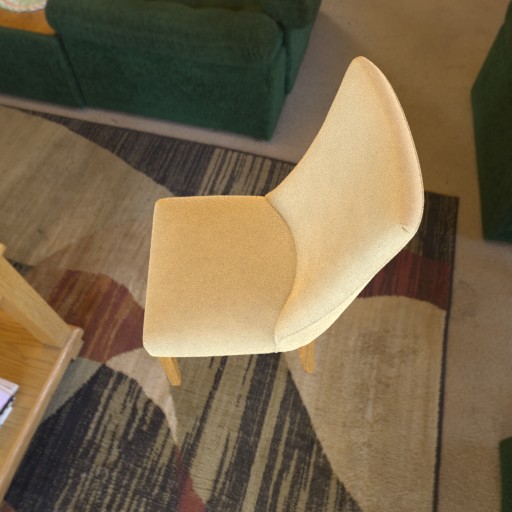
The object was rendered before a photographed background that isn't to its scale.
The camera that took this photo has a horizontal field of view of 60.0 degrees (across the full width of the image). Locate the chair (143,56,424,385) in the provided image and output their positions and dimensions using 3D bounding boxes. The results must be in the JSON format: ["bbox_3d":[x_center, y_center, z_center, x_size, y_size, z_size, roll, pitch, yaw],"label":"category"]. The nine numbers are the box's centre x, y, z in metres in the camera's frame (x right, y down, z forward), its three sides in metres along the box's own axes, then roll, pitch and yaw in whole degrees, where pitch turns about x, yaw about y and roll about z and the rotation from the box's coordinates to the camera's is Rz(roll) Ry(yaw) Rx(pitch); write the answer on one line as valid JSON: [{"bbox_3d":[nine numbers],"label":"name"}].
[{"bbox_3d":[0.000,0.000,1.225,0.610,0.902,0.495,-2,59,-1],"label":"chair"}]
